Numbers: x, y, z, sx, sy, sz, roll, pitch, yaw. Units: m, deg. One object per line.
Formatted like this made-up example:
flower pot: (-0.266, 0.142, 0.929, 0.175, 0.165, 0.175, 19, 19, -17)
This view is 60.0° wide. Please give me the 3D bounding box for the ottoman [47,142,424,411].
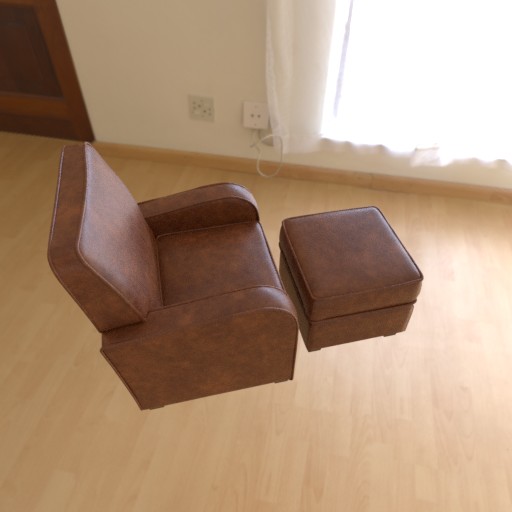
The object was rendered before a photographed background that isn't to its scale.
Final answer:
ottoman: (0.000, 0.000, 1.813, 1.314, 0.904, 0.732, -9, 46, -9)
